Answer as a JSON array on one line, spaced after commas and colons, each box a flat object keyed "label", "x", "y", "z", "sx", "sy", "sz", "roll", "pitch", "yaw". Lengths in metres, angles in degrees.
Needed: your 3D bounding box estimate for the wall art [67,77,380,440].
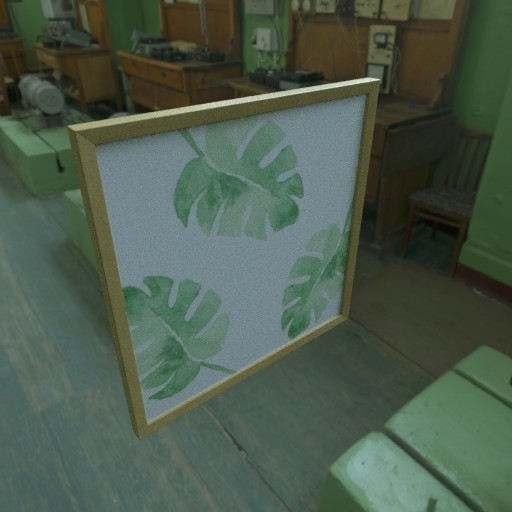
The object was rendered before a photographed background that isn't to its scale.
[{"label": "wall art", "x": 0.000, "y": 0.000, "z": 1.113, "sx": 0.763, "sy": 0.763, "sz": 0.037, "roll": -22, "pitch": 37, "yaw": -32}]
